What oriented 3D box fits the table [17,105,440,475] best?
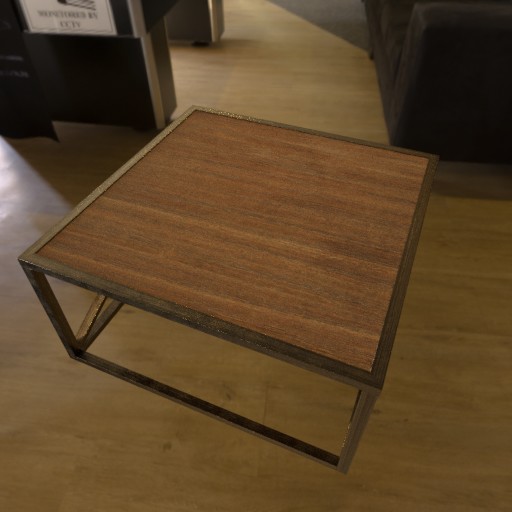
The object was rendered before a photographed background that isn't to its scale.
[{"bbox_3d":[0.000,0.000,1.426,0.909,0.451,0.899,17,47,16],"label":"table"}]
